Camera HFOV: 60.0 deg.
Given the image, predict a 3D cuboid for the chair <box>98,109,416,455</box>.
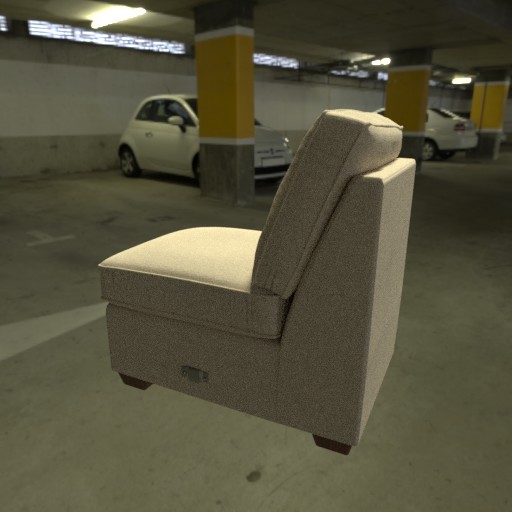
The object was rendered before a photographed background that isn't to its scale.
[{"bbox_3d":[0.000,0.000,1.560,0.938,0.970,0.621,8,19,25],"label":"chair"}]
